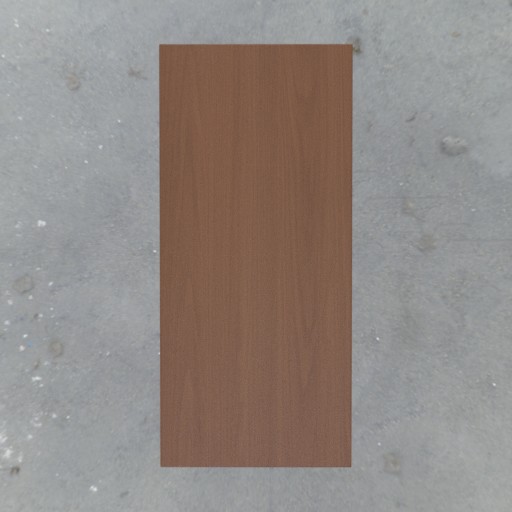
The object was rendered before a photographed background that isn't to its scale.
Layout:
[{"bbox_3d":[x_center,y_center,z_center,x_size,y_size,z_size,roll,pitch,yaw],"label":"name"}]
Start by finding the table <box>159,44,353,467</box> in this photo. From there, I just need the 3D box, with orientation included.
[{"bbox_3d":[0.000,0.000,1.349,0.500,0.400,1.100,0,91,0],"label":"table"}]
